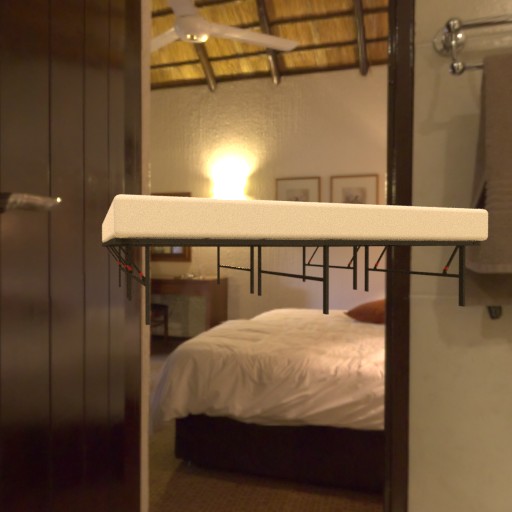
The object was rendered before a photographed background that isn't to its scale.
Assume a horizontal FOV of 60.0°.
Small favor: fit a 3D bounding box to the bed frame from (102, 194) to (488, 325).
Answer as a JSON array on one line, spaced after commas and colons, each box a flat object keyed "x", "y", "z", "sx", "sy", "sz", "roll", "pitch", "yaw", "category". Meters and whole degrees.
[{"x": 0.000, "y": 0.000, "z": 3.005, "sx": 1.935, "sy": 0.525, "sz": 2.033, "roll": 0, "pitch": 1, "yaw": -20, "category": "bed frame"}]
